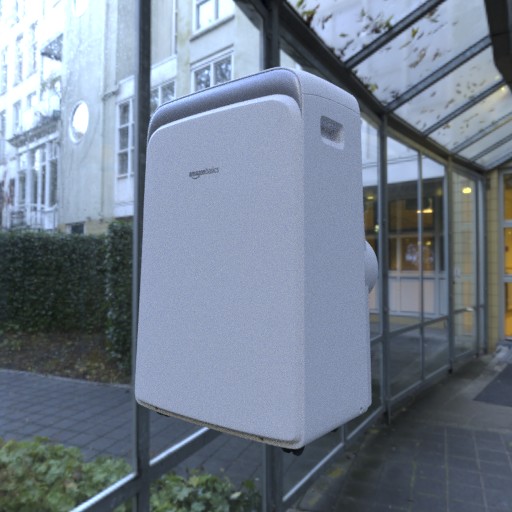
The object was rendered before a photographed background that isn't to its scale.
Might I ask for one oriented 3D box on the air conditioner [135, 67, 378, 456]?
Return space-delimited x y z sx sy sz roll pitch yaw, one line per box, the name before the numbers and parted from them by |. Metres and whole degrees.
air conditioner | 0.000 0.000 0.970 0.454 0.700 0.365 -1 -1 37
